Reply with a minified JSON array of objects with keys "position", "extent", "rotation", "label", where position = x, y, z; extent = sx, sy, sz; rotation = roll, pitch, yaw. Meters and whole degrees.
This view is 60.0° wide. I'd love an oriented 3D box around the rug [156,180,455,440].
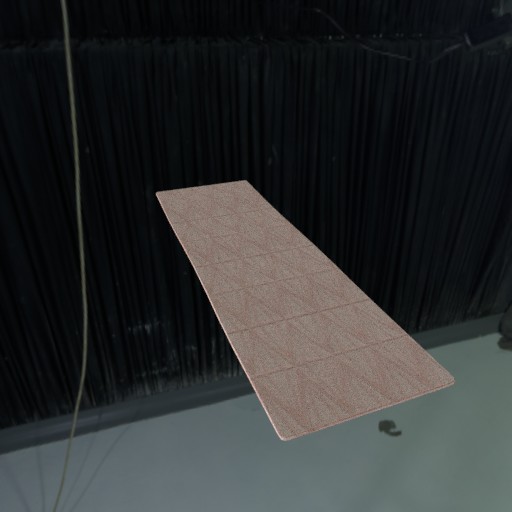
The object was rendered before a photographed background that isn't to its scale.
[{"position":[0.000,0.000,2.605],"extent":[0.760,0.015,2.435],"rotation":[-11,31,-18],"label":"rug"}]
